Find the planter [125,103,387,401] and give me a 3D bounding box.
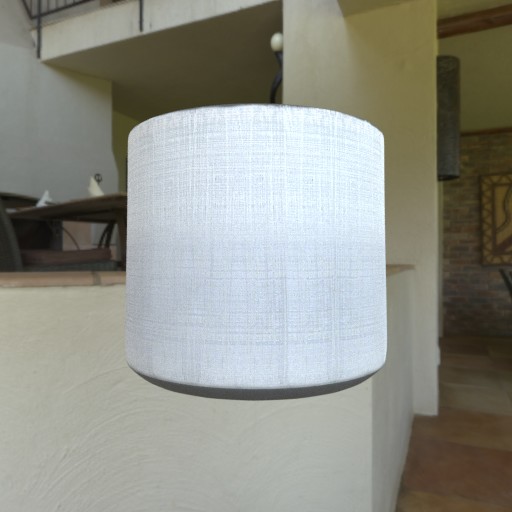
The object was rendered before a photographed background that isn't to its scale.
[{"bbox_3d":[0.000,0.000,0.399,0.226,0.201,0.226,0,0,0],"label":"planter"}]
